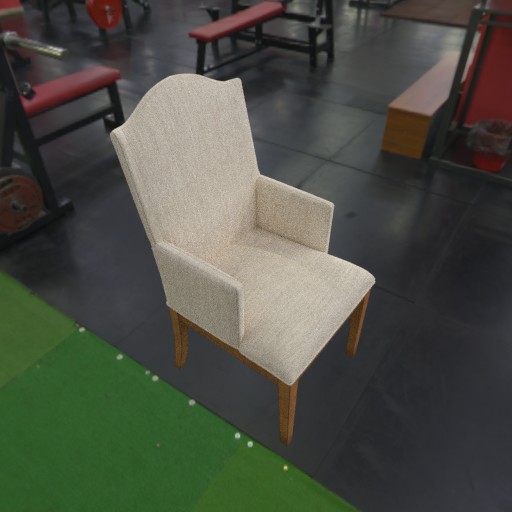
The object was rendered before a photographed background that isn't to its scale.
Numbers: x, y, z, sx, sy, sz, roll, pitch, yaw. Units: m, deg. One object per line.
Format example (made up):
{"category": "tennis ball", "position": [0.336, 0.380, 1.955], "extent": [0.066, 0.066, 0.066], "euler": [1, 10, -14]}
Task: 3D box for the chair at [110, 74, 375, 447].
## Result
{"category": "chair", "position": [0.000, 0.000, 1.433], "extent": [0.641, 1.016, 0.533], "euler": [27, 47, 27]}
